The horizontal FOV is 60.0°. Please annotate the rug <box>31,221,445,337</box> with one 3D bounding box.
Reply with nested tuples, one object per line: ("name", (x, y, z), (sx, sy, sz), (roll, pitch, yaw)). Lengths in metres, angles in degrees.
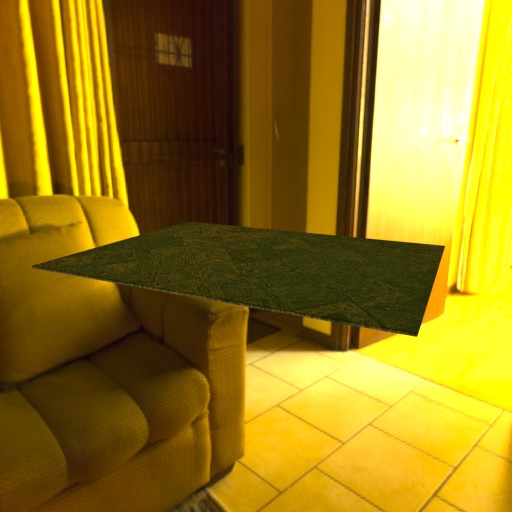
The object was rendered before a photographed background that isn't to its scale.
("rug", (0.000, 0.000, 4.253), (3.217, 0.027, 2.405), (7, 16, 25))
